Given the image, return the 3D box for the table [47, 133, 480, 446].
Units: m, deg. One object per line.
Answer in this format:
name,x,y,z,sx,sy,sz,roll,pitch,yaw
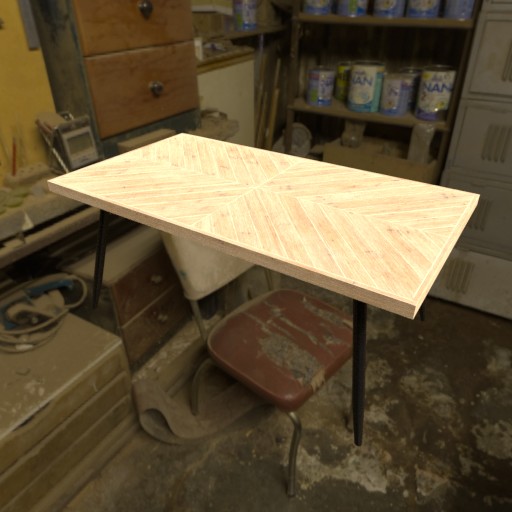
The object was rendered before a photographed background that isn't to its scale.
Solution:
table,0.000,0.000,2.301,1.803,0.762,0.991,19,36,28
